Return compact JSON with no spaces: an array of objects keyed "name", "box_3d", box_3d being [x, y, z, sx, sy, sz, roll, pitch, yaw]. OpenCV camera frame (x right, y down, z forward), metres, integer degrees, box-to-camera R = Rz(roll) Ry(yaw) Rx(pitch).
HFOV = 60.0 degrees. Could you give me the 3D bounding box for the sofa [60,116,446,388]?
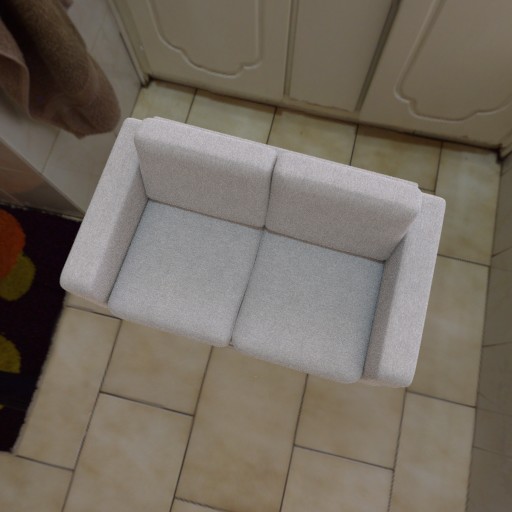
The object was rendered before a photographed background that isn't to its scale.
[{"name":"sofa","box_3d":[0.000,0.000,2.096,1.540,0.800,0.900,15,75,4]}]
